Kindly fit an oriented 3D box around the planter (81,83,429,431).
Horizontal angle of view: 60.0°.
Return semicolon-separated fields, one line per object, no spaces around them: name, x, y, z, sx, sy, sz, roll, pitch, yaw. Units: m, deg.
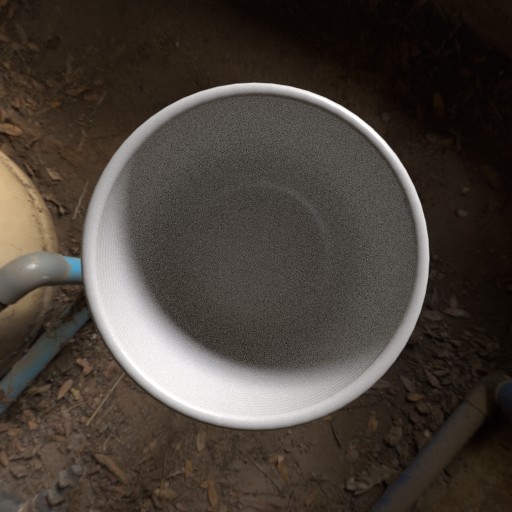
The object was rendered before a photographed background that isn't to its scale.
planter;0.000;0.000;0.210;0.124;0.109;0.124;0;91;1
